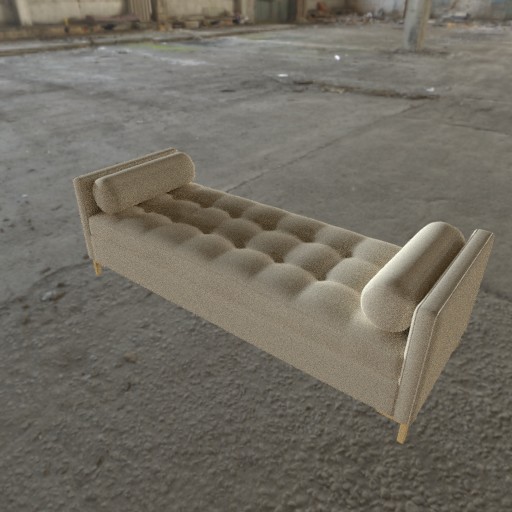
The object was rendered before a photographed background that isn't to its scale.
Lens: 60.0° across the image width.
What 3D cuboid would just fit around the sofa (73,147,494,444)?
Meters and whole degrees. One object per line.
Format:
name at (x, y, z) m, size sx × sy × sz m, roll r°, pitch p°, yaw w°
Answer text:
sofa at (0.000, 0.000, 2.274) m, size 1.985 × 0.641 × 0.746 m, roll 21°, pitch 37°, yaw 32°
